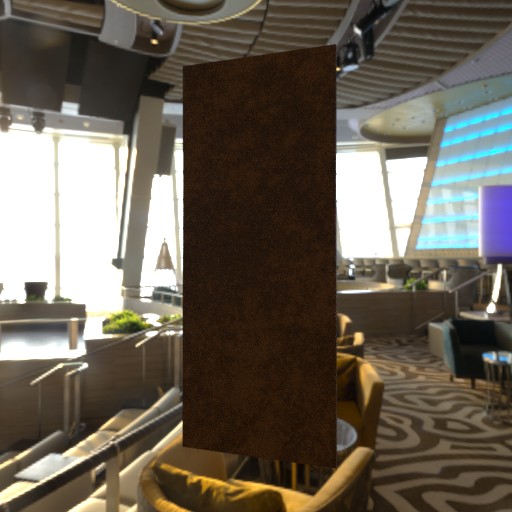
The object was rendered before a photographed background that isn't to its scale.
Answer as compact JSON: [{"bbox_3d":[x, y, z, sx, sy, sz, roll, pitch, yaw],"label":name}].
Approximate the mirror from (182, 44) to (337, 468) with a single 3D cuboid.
[{"bbox_3d":[0.000,0.000,2.258,0.812,2.031,0.032,0,0,18],"label":"mirror"}]
